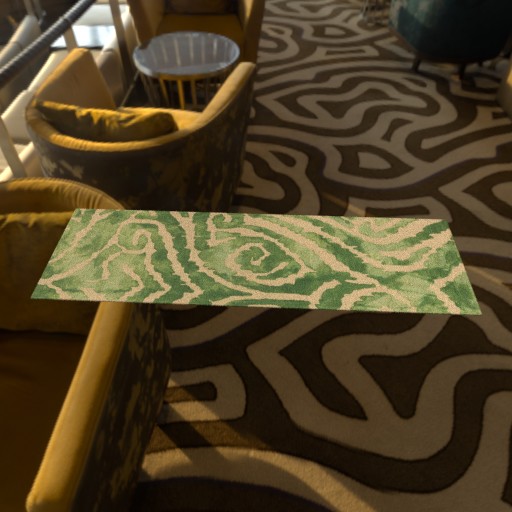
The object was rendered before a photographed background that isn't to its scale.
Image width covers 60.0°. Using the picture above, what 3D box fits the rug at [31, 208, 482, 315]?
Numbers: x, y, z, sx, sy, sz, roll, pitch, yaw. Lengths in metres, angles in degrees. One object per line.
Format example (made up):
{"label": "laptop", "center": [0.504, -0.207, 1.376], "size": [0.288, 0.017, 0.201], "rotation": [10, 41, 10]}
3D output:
{"label": "rug", "center": [0.000, 0.000, 2.653], "size": [2.438, 0.006, 0.761], "rotation": [2, 46, 2]}
